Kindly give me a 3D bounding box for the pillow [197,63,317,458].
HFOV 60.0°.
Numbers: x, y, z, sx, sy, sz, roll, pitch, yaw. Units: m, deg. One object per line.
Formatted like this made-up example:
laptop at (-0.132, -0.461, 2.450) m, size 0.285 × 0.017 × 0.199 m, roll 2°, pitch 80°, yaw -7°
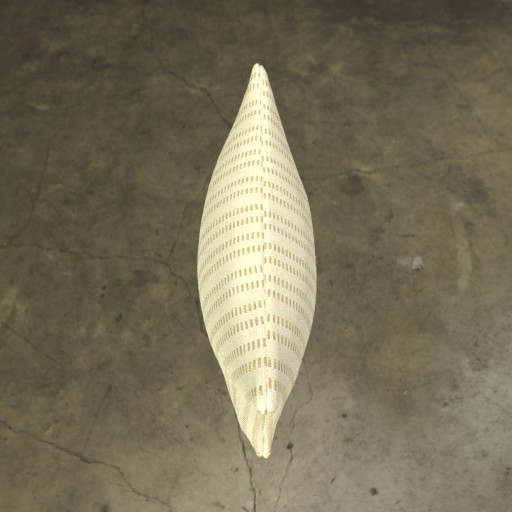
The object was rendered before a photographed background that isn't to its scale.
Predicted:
pillow at (0.000, 0.000, 0.812) m, size 0.210 × 0.353 × 0.640 m, roll 0°, pitch 59°, yaw 0°
